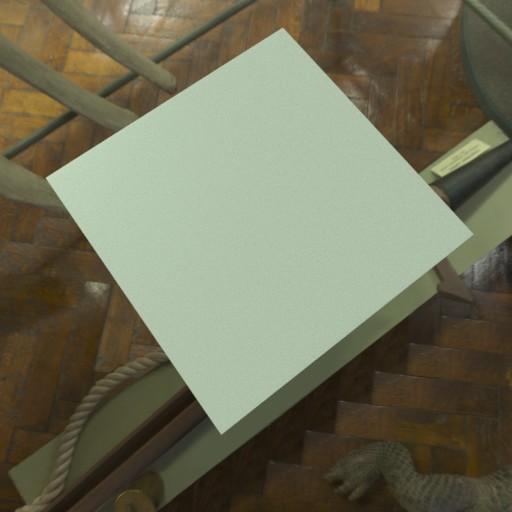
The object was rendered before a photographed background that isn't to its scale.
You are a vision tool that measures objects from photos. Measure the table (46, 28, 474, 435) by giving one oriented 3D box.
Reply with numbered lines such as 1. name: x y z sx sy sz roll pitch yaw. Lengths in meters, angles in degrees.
1. table: 0.000 0.000 0.784 0.381 0.483 0.381 -36 78 -9
